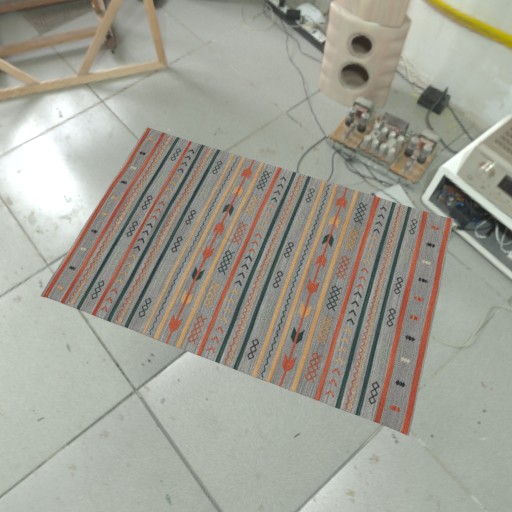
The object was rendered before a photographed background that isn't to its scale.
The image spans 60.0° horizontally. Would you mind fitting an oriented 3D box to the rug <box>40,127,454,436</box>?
[{"bbox_3d":[0.000,0.000,3.027,2.439,0.029,1.537,19,65,9],"label":"rug"}]
